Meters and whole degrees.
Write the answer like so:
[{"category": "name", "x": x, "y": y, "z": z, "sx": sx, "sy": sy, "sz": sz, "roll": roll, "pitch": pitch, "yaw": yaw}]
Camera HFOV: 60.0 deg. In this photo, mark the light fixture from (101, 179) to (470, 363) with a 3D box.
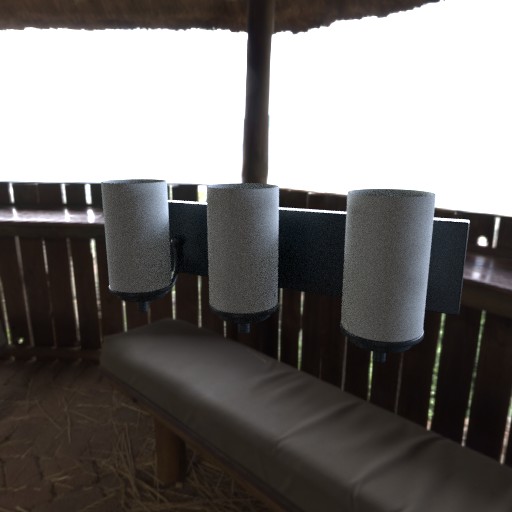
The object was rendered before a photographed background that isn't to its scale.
[{"category": "light fixture", "x": 0.000, "y": 0.000, "z": 0.534, "sx": 0.451, "sy": 0.172, "sz": 0.145, "roll": 7, "pitch": 15, "yaw": 26}]
